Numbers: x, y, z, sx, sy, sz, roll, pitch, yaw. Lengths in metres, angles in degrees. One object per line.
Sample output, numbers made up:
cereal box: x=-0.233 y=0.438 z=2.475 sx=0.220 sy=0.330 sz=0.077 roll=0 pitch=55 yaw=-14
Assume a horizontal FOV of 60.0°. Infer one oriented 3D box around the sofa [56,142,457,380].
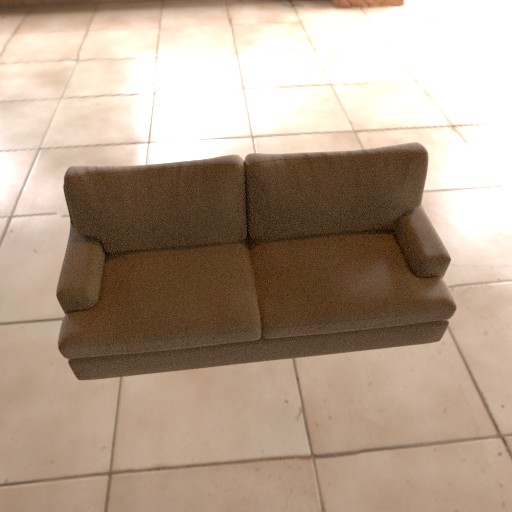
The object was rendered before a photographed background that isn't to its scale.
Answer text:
sofa: x=0.000 y=0.000 z=2.550 sx=2.147 sy=0.925 sz=0.929 roll=-5 pitch=47 yaw=-5
